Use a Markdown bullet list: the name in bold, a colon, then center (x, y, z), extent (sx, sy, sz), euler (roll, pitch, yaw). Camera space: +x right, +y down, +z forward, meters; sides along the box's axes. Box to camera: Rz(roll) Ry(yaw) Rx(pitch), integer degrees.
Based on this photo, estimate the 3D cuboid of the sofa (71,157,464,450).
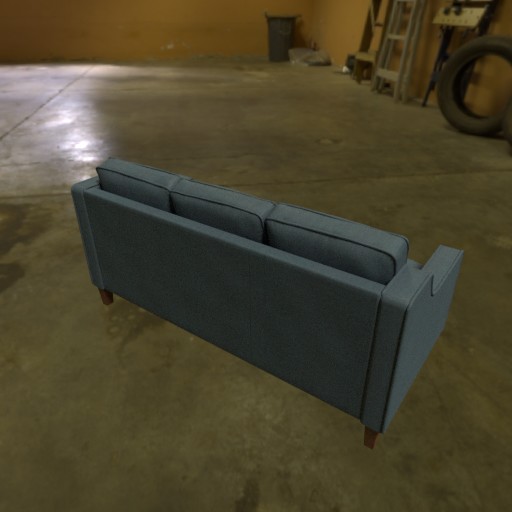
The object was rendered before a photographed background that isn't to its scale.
- **sofa**: center (0.000, 0.000, 2.522), extent (1.986, 0.974, 0.911), euler (20, 35, 31)
